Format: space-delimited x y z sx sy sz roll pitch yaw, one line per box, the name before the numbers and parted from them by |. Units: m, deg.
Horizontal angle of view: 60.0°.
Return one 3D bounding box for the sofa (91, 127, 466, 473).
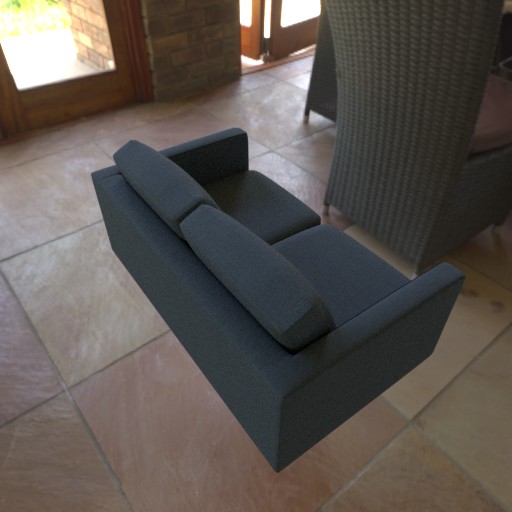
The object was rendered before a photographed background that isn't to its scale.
sofa | 0.000 0.000 2.258 0.999 0.907 1.659 -26 48 -26
